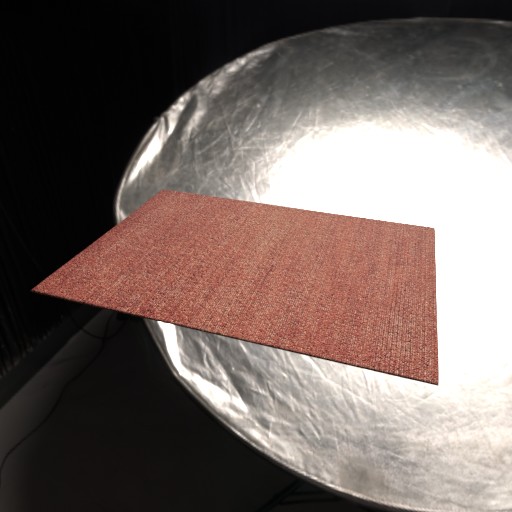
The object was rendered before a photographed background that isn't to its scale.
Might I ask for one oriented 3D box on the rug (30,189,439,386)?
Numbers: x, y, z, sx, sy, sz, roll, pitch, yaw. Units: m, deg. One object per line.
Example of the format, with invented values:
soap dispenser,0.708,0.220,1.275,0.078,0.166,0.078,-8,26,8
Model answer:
rug,0.000,0.000,5.148,3.965,0.025,2.803,10,33,16
